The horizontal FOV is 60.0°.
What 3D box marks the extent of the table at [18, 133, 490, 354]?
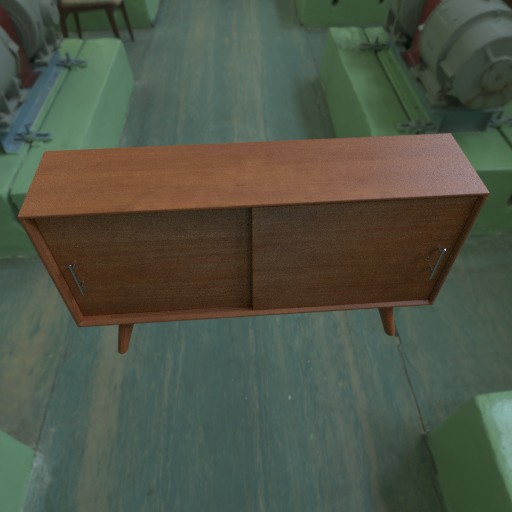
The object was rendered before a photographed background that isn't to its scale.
[{"bbox_3d":[0.000,0.000,1.488,1.220,0.698,0.308,-3,48,-3],"label":"table"}]
